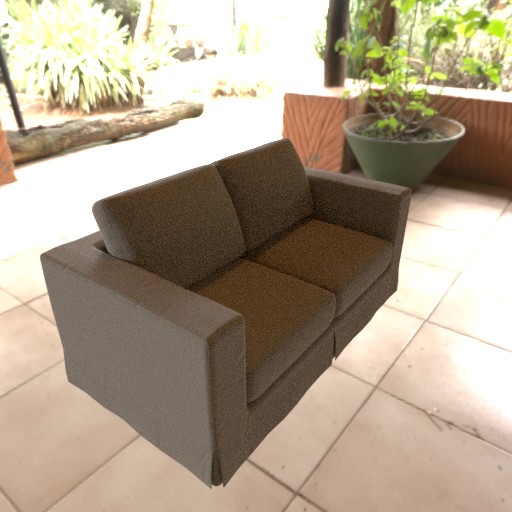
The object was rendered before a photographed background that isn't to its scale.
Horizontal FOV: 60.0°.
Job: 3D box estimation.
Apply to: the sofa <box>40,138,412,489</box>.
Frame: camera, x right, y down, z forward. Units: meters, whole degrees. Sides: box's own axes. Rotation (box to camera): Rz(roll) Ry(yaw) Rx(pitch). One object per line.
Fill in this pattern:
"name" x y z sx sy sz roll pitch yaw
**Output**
"sofa" 0.000 0.000 2.349 1.009 0.932 1.813 19 34 32
